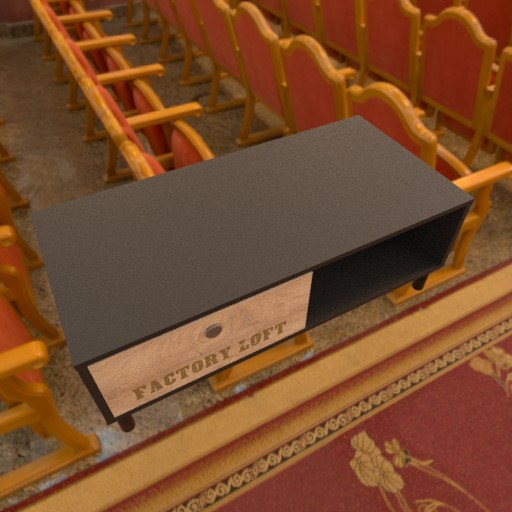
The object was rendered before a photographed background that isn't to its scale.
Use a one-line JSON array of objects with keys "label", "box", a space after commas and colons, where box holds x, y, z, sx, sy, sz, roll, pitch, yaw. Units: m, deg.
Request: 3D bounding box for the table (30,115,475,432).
[{"label": "table", "box": [0.000, 0.000, 1.357, 1.100, 0.400, 0.550, -21, 50, -19]}]
